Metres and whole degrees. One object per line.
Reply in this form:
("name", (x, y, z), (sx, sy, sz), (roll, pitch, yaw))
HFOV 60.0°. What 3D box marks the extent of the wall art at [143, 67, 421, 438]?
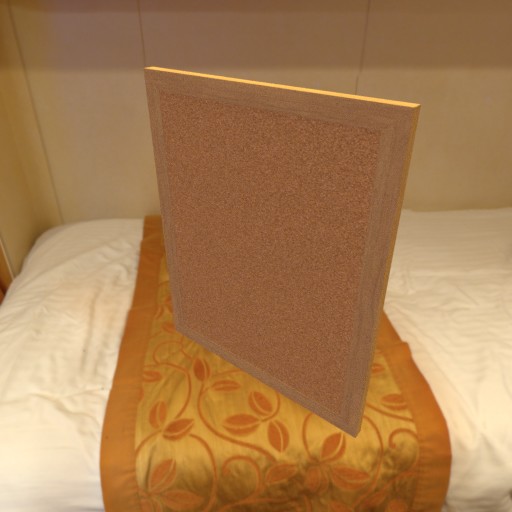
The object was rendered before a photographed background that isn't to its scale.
("wall art", (0.000, 0.000, 0.760), (0.460, 0.561, 0.020), (22, 37, 32))
